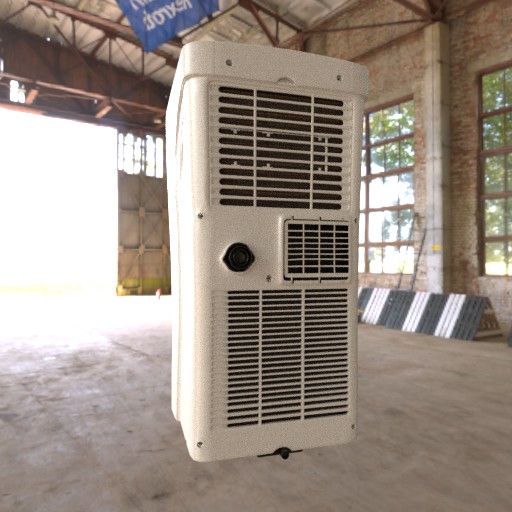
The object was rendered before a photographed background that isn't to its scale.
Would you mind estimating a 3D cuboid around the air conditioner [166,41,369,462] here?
[{"bbox_3d":[0.000,0.000,0.928,0.352,0.716,0.369,0,-1,-17],"label":"air conditioner"}]
